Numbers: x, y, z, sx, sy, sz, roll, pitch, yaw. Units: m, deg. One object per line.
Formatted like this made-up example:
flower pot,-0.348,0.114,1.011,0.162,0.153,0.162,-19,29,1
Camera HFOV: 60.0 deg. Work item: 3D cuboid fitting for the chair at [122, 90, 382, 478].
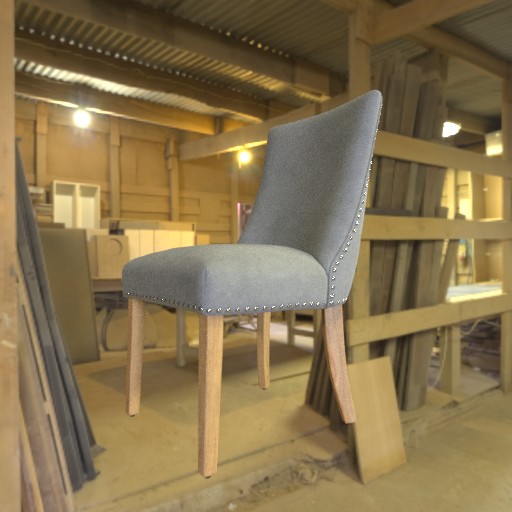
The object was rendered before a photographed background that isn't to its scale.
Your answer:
chair,0.000,0.000,1.239,0.610,0.902,0.495,0,0,-36
